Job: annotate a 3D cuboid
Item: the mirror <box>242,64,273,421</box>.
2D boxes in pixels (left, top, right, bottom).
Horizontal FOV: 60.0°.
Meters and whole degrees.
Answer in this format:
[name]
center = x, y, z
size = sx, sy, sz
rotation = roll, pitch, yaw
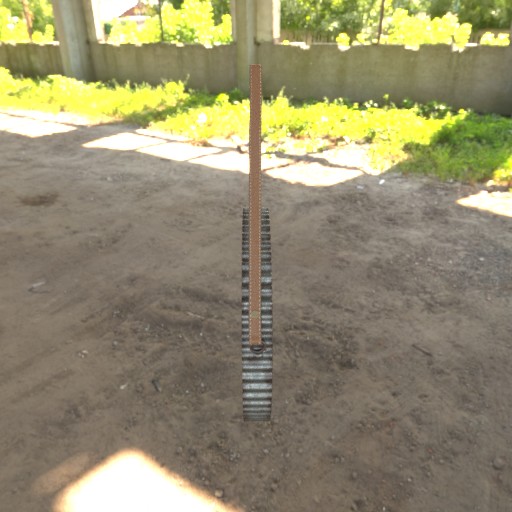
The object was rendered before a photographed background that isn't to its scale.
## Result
[mirror]
center = 0.000, 0.000, 0.713
size = 0.042, 0.568, 0.355
rotation = 0, 27, -1
